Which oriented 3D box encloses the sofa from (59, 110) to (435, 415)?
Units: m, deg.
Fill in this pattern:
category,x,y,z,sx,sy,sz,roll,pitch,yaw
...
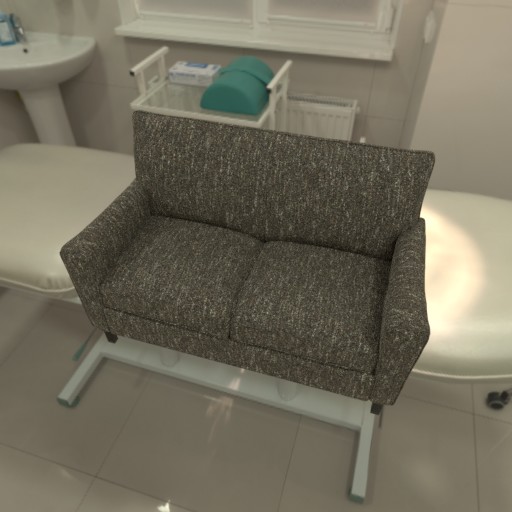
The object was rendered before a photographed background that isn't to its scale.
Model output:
category,x,y,z,sx,sy,sz,roll,pitch,yaw
sofa,0.000,0.000,2.091,1.519,0.946,0.801,12,44,12
